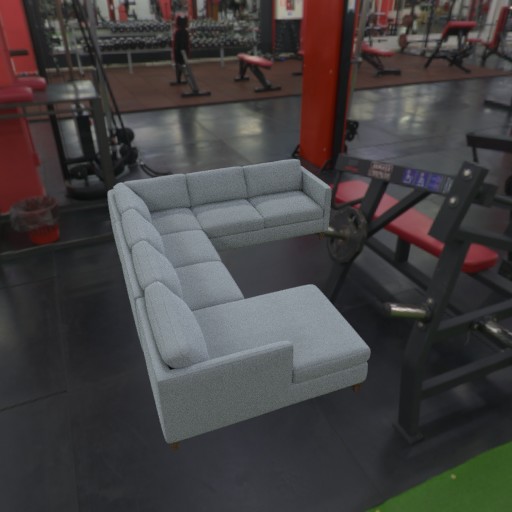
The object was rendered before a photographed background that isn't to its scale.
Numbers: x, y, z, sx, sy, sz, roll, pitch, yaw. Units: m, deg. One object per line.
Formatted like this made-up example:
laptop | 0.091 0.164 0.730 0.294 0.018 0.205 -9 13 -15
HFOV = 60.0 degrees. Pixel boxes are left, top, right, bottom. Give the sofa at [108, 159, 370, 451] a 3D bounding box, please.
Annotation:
sofa | 0.000 0.000 4.451 2.551 0.853 3.238 -11 33 -18
